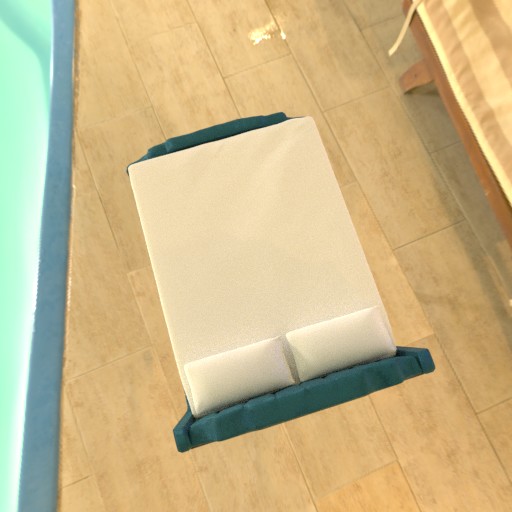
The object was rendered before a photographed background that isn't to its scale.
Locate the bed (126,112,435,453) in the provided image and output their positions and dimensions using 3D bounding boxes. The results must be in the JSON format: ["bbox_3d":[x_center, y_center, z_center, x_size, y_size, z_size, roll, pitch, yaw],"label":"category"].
[{"bbox_3d":[0.000,0.000,3.449,1.678,1.338,2.322,-16,76,-4],"label":"bed"}]
